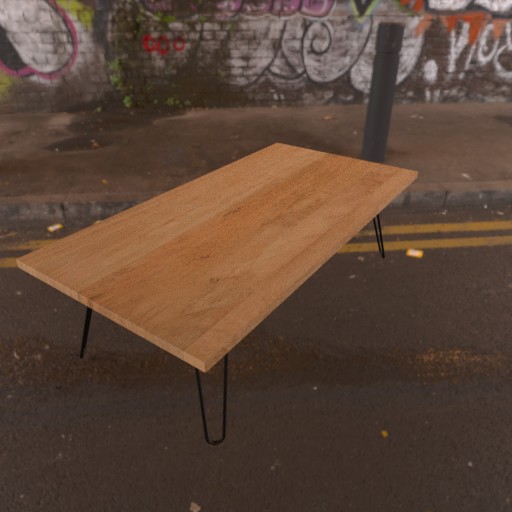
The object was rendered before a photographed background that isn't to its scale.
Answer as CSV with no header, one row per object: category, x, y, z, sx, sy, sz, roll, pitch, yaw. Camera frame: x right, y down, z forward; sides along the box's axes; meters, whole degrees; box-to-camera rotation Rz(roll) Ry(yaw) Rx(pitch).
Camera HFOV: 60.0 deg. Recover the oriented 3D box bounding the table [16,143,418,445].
table,0.000,0.000,1.645,0.699,0.400,1.348,20,36,30
